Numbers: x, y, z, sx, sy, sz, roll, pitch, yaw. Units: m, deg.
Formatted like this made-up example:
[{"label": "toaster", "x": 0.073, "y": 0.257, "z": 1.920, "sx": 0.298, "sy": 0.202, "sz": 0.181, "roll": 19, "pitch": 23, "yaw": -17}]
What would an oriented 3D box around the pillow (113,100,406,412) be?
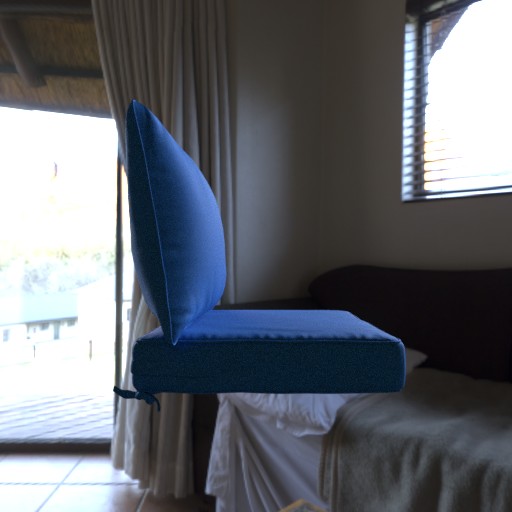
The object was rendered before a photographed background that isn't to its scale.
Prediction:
[{"label": "pillow", "x": 0.000, "y": 0.000, "z": 1.390, "sx": 0.733, "sy": 0.725, "sz": 0.798, "roll": 0, "pitch": -1, "yaw": 1}]
